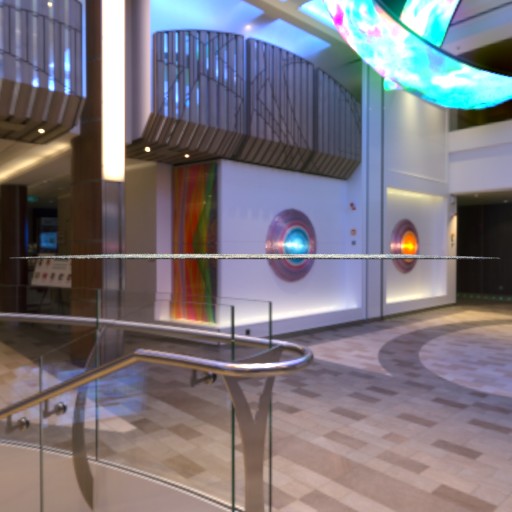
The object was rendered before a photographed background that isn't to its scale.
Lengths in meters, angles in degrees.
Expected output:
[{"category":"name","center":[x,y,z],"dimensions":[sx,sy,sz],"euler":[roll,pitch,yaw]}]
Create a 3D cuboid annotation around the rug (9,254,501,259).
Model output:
[{"category":"rug","center":[0.000,0.000,2.255],"dimensions":[1.828,0.005,1.219],"euler":[0,1,2]}]
